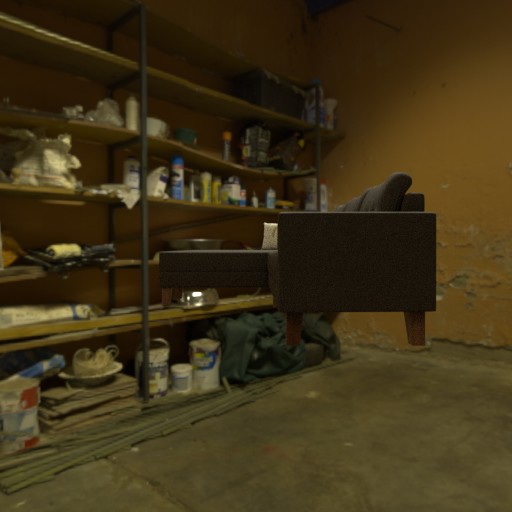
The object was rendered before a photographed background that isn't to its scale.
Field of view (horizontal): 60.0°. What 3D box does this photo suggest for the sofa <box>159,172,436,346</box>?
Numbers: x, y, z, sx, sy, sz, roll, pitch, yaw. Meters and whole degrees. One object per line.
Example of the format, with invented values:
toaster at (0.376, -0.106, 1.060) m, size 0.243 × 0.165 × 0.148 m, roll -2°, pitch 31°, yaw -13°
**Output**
sofa at (0.000, 0.000, 3.578) m, size 1.829 × 0.932 × 2.679 m, roll 0°, pitch 0°, yaw 0°
